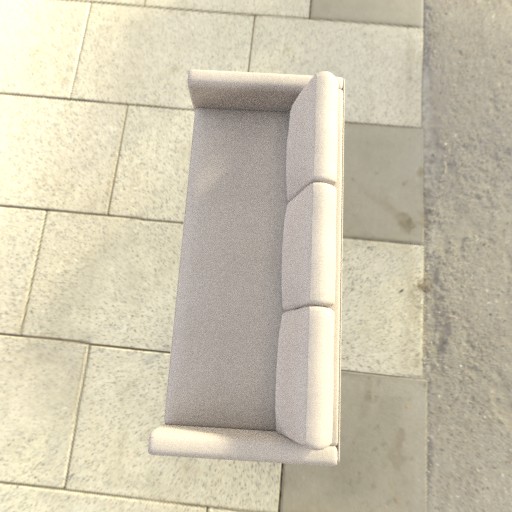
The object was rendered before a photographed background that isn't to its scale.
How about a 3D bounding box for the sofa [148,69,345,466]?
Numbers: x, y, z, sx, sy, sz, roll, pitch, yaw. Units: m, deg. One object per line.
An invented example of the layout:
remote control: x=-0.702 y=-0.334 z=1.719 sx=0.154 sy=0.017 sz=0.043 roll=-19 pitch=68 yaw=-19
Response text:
sofa: x=0.000 y=0.000 z=2.672 sx=0.959 sy=0.838 sz=2.210 roll=3 pitch=77 yaw=1
